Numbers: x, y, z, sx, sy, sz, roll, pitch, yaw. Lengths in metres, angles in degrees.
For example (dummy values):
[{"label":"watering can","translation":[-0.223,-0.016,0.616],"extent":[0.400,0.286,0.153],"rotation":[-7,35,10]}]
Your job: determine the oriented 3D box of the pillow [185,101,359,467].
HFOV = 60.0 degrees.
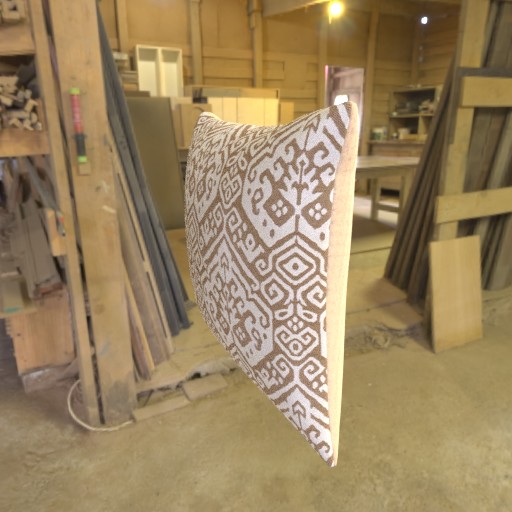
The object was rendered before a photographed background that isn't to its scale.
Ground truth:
[{"label":"pillow","translation":[0.000,0.000,0.642],"extent":[0.173,0.407,0.419],"rotation":[-8,18,-24]}]
